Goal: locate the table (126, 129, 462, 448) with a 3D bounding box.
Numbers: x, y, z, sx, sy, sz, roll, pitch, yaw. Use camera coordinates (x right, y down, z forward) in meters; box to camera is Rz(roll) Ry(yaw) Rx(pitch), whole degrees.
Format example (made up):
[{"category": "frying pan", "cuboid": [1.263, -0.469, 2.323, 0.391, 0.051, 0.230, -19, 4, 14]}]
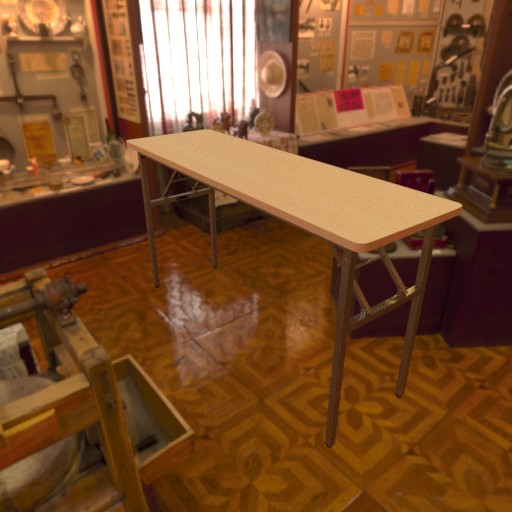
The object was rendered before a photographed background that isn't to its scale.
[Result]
[{"category": "table", "cuboid": [0.000, 0.000, 1.805, 0.446, 0.750, 1.397, -19, 32, -33]}]
